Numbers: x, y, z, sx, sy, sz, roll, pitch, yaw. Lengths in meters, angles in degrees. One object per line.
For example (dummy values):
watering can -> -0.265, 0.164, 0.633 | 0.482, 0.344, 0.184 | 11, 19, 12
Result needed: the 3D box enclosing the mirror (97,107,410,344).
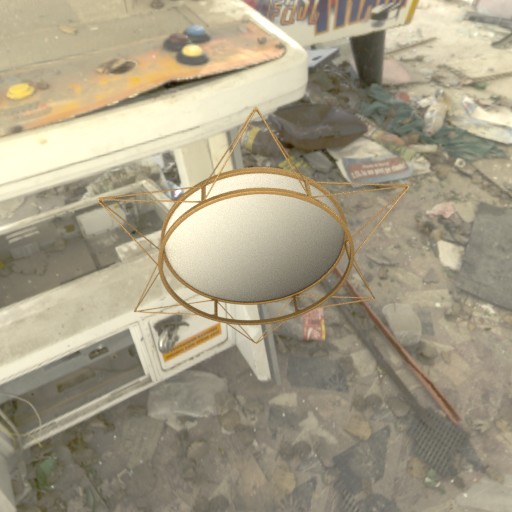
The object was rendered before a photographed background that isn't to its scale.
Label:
mirror -> 0.000, 0.000, 0.810 | 0.498, 0.581, 0.062 | -3, 46, -3
